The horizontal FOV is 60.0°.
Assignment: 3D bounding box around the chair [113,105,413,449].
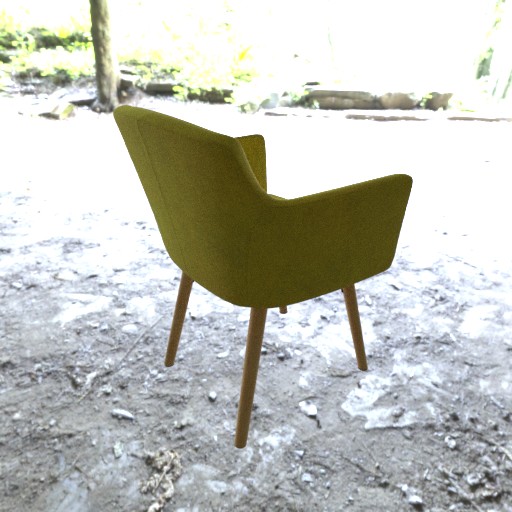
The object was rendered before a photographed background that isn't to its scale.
[{"bbox_3d":[0.000,0.000,1.172,0.570,0.780,0.570,-19,33,-33],"label":"chair"}]
